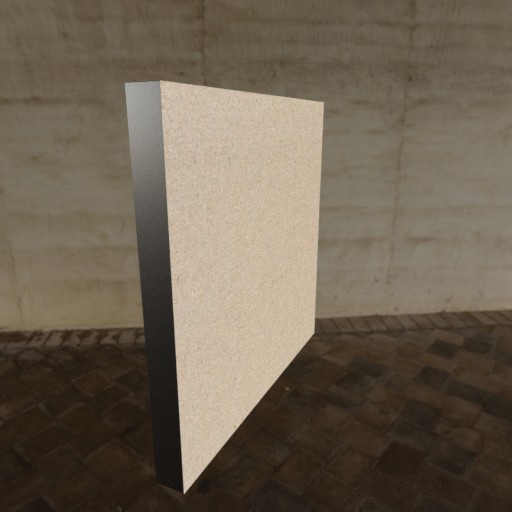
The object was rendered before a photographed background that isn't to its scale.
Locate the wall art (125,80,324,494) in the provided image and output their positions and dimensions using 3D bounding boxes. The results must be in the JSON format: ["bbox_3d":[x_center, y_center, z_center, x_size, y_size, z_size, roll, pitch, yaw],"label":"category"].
[{"bbox_3d":[0.000,0.000,0.466,0.029,0.318,0.327,8,18,25],"label":"wall art"}]
